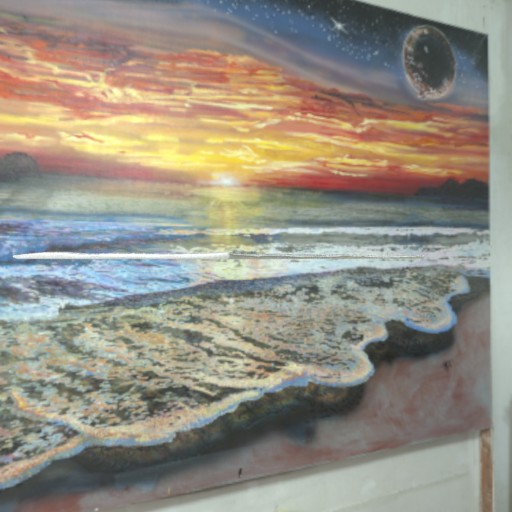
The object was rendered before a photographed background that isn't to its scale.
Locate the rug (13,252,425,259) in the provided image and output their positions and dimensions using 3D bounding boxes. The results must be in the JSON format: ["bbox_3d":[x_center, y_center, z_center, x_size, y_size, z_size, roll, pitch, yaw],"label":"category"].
[{"bbox_3d":[0.000,0.000,2.963,1.537,0.036,2.447,0,0,36],"label":"rug"}]
